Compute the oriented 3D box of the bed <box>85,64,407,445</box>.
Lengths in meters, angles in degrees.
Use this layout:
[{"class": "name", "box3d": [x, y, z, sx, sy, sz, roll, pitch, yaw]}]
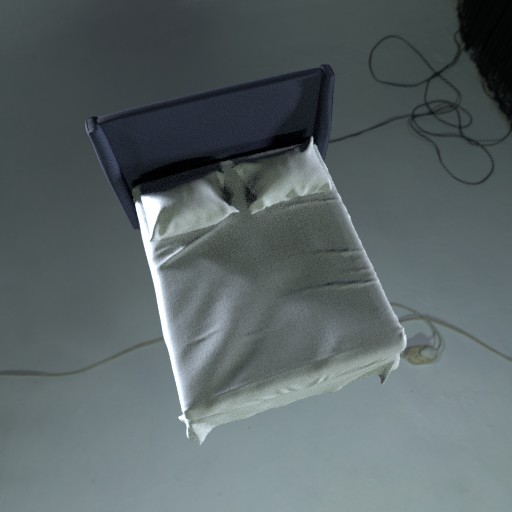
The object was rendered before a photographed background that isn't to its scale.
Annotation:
[{"class": "bed", "box3d": [0.000, 0.000, 3.447, 1.925, 1.332, 2.276, -16, 65, -7]}]
